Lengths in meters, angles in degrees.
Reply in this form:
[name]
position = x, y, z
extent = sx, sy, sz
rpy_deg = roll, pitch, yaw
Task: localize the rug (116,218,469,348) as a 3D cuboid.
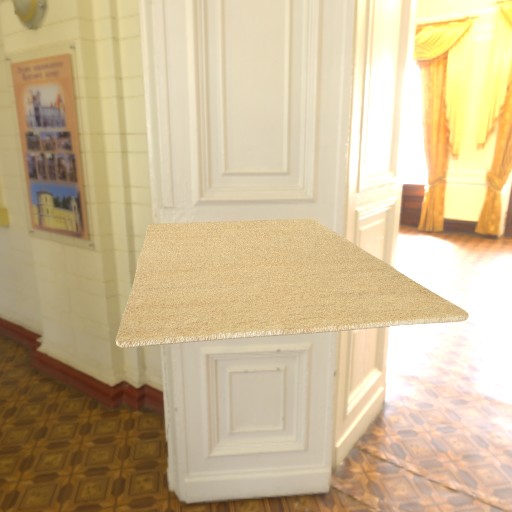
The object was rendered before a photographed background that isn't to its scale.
[rug]
position = 0.000, 0.000, 2.910
extent = 1.500, 0.026, 2.349
rpy_deg = -3, 16, -10
